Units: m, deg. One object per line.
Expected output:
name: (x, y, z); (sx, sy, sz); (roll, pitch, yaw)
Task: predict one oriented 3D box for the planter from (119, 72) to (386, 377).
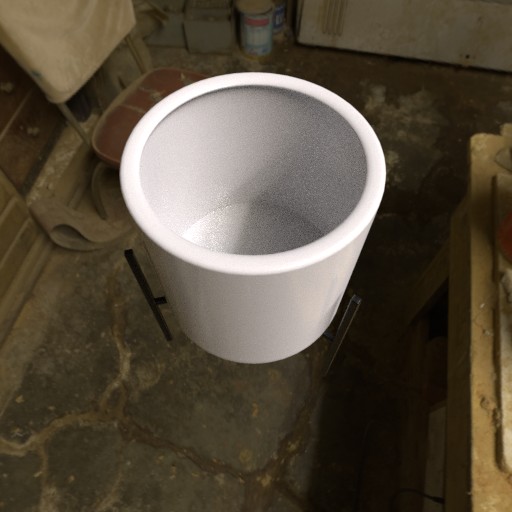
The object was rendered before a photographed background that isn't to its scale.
planter: (0.000, 0.000, 0.522); (0.239, 0.356, 0.239); (13, 60, 8)
